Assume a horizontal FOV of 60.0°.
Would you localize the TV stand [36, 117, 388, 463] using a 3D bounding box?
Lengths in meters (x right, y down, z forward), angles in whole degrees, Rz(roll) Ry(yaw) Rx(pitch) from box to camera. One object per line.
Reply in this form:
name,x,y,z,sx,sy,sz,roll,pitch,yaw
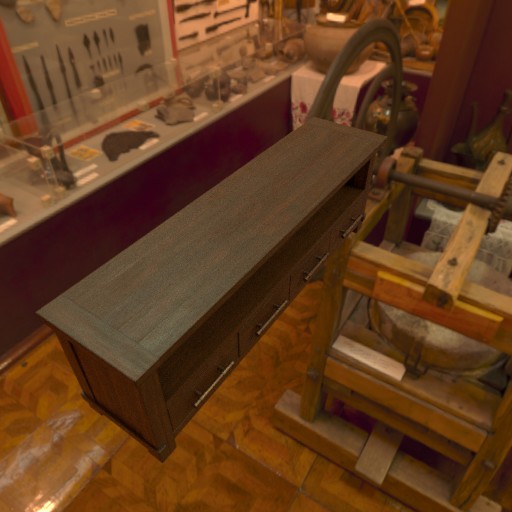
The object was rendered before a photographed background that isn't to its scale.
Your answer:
TV stand,0.000,0.000,2.124,0.471,0.615,1.866,24,46,25
